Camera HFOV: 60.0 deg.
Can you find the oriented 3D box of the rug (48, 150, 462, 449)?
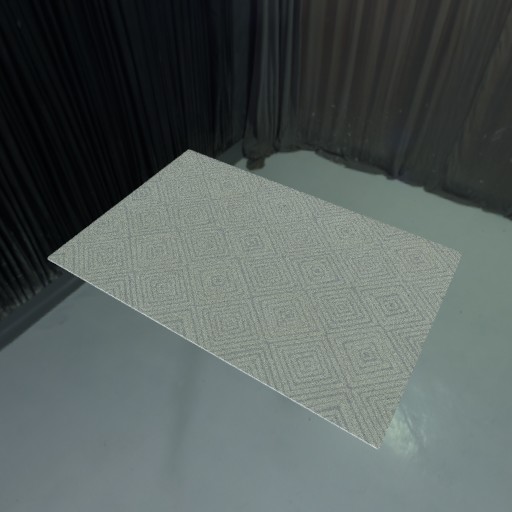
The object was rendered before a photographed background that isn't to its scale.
[{"bbox_3d":[0.000,0.000,2.233,1.753,0.008,1.143,25,51,21],"label":"rug"}]
